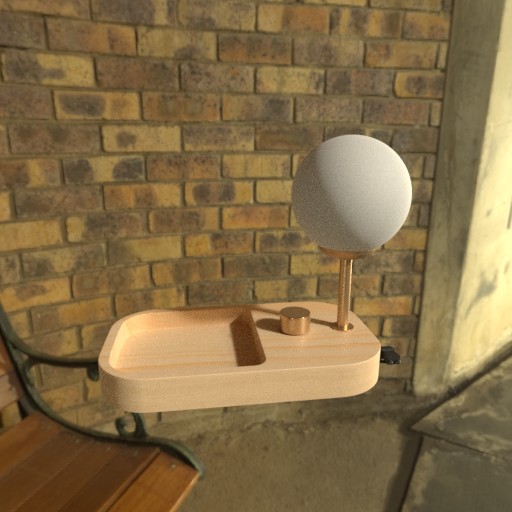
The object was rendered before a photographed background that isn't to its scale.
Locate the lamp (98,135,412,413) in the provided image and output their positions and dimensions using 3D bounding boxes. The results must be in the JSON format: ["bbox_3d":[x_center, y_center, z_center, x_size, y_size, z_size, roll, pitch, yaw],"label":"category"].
[{"bbox_3d":[0.000,0.000,0.478,0.331,0.253,0.173,-2,15,-8],"label":"lamp"}]
